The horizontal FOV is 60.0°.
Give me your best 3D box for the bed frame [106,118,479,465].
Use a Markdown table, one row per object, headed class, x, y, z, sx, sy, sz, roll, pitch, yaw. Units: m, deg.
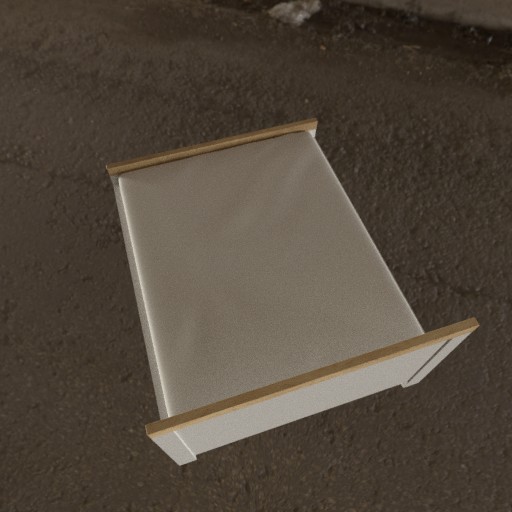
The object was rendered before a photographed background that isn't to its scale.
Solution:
| class | x | y | z | sx | sy | sz | roll | pitch | yaw |
| --- | --- | --- | --- | --- | --- | --- | --- | --- | --- |
| bed frame | 0.000 | 0.000 | 2.997 | 1.670 | 0.980 | 2.050 | -15 | 59 | -10 |
